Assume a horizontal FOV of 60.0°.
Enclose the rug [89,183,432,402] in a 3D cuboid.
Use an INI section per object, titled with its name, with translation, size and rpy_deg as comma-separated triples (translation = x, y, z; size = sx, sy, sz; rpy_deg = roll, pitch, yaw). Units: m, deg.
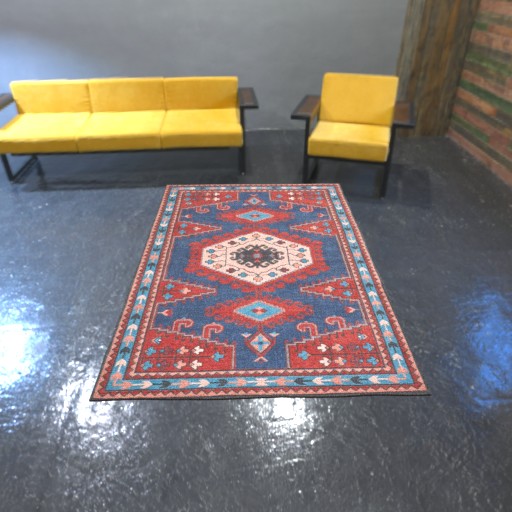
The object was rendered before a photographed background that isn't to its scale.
[rug]
translation = 0.000, 0.000, 2.306
size = 1.207, 0.012, 1.820
rpy_deg = -1, 33, -1
